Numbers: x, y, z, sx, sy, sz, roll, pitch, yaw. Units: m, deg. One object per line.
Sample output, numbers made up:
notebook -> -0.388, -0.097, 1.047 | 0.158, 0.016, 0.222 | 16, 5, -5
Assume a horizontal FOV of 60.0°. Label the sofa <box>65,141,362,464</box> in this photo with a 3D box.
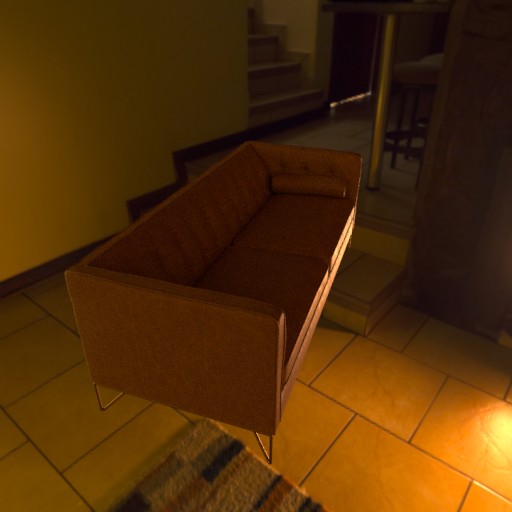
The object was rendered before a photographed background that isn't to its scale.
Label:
sofa -> 0.000, 0.000, 2.655 | 0.912, 0.798, 2.079 | 10, 31, 17
